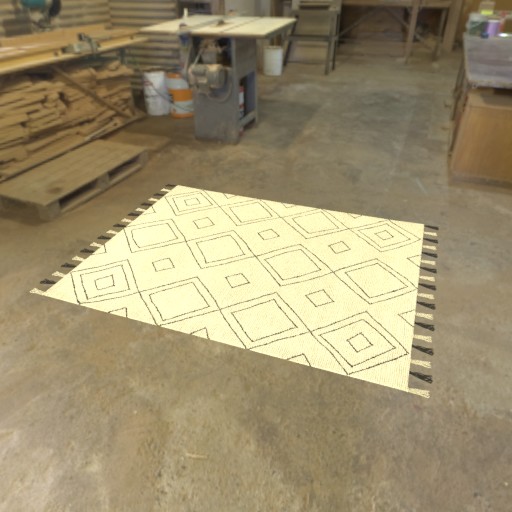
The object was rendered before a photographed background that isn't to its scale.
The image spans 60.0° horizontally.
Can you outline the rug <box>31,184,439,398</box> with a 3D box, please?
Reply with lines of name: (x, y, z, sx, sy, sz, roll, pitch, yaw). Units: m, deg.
rug: (0.000, 0.000, 4.179, 3.221, 0.026, 2.342, 11, 35, 17)
